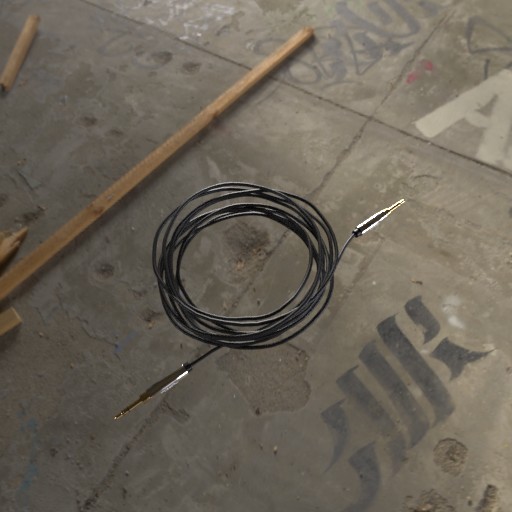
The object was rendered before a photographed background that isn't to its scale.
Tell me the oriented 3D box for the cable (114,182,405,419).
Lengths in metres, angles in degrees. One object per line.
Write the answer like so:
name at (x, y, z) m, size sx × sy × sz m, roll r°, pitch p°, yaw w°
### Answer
cable at (0.000, 0.000, 0.507) m, size 0.432 × 0.069 × 0.198 m, roll -33°, pitch 64°, yaw -18°
